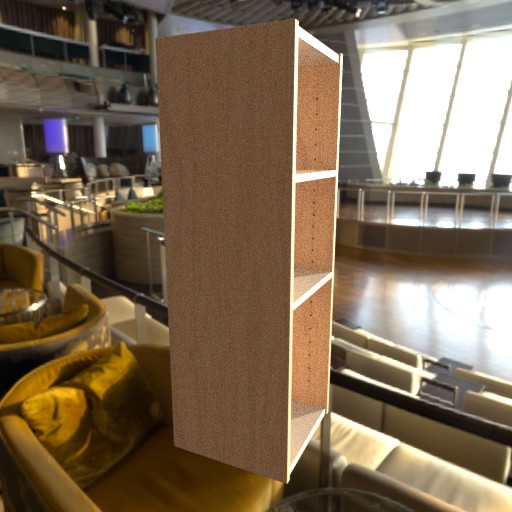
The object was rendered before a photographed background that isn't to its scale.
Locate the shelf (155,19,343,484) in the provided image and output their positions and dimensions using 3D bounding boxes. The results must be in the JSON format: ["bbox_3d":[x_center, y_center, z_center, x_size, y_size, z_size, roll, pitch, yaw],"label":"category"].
[{"bbox_3d":[0.000,0.000,1.030,0.290,0.900,0.300,6,14,25],"label":"shelf"}]
